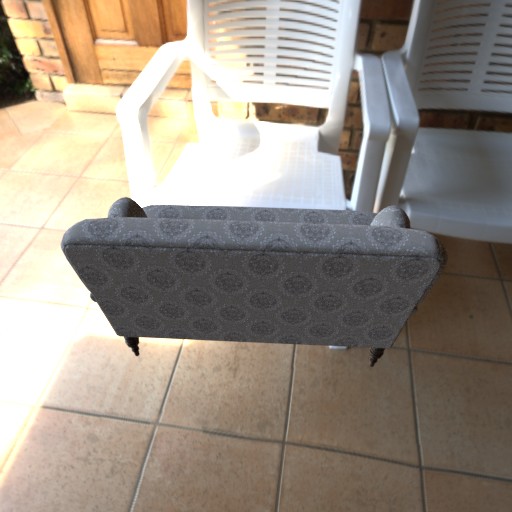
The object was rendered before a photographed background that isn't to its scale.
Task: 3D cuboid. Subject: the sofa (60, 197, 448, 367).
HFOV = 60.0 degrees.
[{"bbox_3d":[0.000,0.000,1.889,1.297,0.889,0.779,2,46,2],"label":"sofa"}]
